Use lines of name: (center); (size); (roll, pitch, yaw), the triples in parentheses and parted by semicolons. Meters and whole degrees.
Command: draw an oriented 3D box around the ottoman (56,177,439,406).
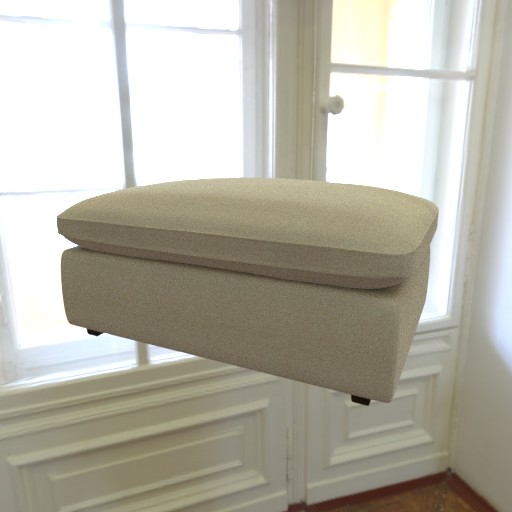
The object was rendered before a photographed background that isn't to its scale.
ottoman: (0.000, 0.000, 1.357); (0.984, 0.453, 0.686); (7, 17, 25)
